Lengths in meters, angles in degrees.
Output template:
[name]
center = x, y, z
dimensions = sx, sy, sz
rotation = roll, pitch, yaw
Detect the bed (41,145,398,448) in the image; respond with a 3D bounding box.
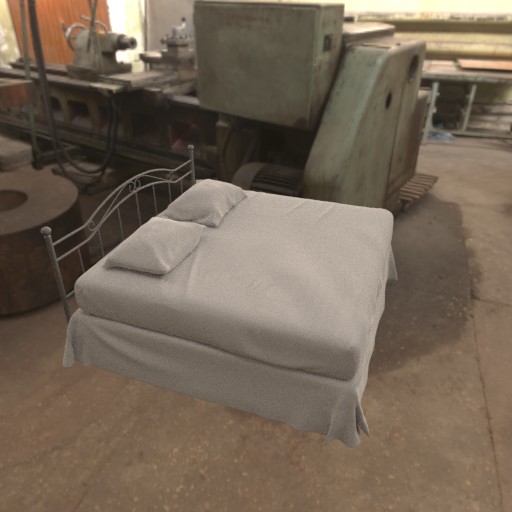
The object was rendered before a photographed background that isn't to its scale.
[bed]
center = 0.000, 0.000, 3.581
dimensions = 2.220, 1.080, 2.309
rotation = 11, 32, 18
